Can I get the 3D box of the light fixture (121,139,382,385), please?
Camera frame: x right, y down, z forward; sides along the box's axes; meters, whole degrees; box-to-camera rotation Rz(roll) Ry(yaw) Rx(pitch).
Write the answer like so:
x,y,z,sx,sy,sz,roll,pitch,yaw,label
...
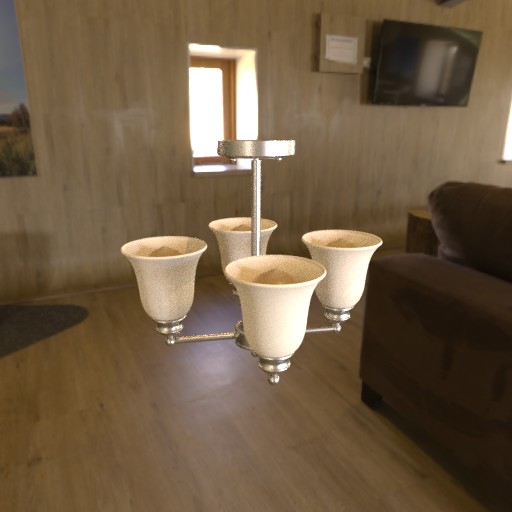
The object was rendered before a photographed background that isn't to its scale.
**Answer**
x,y,z,sx,sy,sz,roll,pitch,yaw,label
0.000,0.000,0.732,0.427,0.370,0.427,-3,16,-10,light fixture
